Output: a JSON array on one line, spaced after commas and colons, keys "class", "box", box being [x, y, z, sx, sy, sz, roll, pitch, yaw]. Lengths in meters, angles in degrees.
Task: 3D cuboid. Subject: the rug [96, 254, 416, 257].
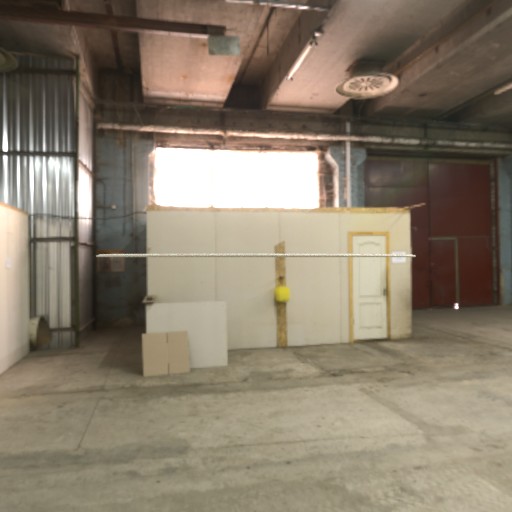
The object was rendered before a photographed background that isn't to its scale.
[{"class": "rug", "box": [0.000, 0.000, 2.349, 1.593, 0.012, 1.593, 0, 0, 0]}]
